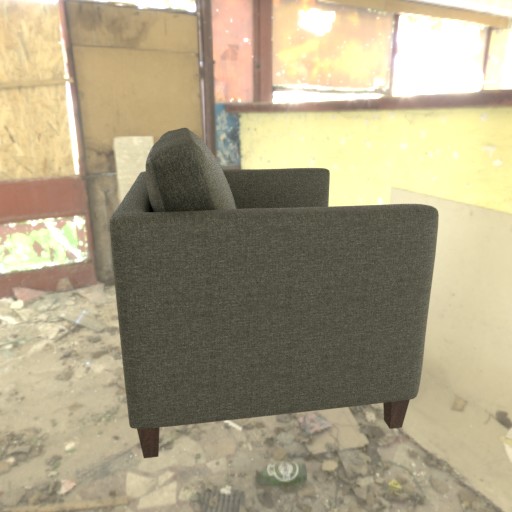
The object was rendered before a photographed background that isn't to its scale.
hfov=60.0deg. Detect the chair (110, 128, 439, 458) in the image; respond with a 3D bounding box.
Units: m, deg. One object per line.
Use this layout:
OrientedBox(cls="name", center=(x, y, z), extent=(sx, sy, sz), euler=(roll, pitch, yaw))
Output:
OrientedBox(cls="chair", center=(0.000, 0.000, 1.764), extent=(0.959, 0.963, 1.107), euler=(-3, 18, -9))
